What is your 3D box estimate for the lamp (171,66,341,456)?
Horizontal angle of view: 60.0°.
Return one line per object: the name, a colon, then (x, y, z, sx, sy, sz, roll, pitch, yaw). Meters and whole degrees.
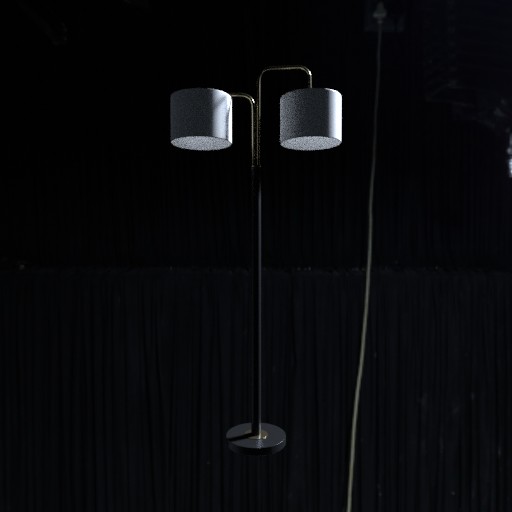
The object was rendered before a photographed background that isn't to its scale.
lamp: (0.000, 0.000, 1.873, 0.711, 1.587, 0.254, 0, 1, 0)
